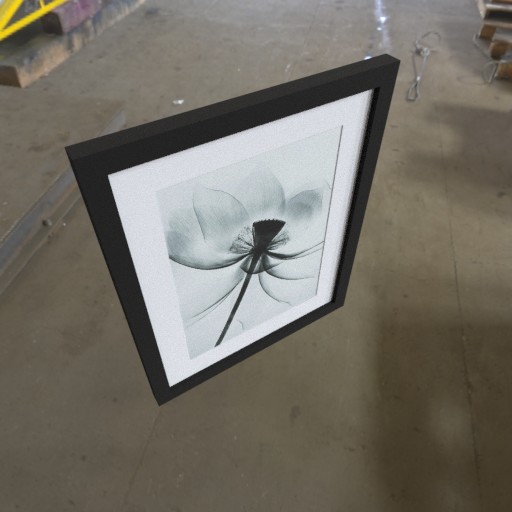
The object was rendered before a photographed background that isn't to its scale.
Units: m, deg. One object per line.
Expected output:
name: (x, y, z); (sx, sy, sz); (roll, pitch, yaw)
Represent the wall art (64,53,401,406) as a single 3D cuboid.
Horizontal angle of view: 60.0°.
wall art: (0.000, 0.000, 0.743); (0.457, 0.559, 0.029); (-24, 51, -22)
